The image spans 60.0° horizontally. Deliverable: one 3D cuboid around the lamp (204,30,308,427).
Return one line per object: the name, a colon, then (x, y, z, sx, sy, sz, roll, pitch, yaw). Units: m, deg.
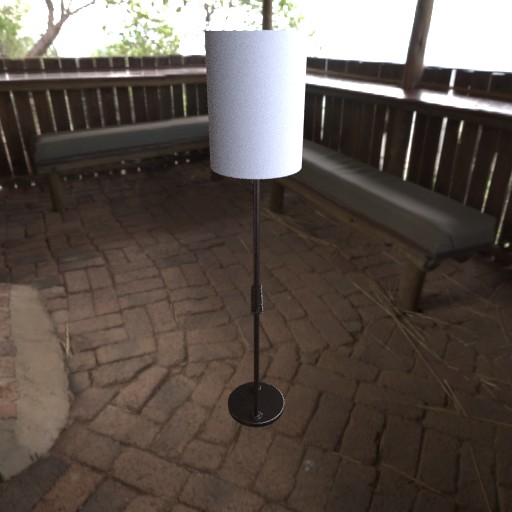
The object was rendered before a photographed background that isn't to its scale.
lamp: (0.000, 0.000, 1.654, 0.305, 1.500, 0.306, 0, 27, -1)
